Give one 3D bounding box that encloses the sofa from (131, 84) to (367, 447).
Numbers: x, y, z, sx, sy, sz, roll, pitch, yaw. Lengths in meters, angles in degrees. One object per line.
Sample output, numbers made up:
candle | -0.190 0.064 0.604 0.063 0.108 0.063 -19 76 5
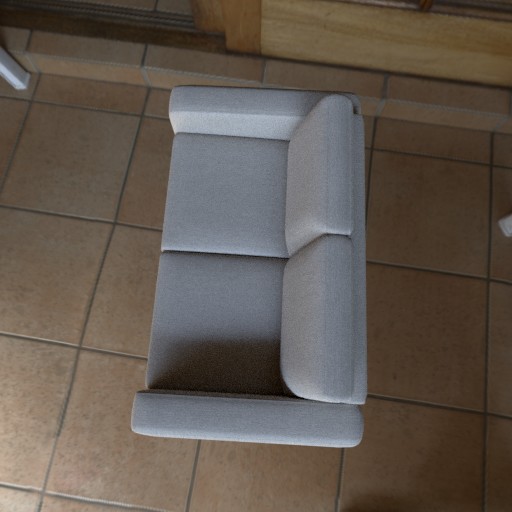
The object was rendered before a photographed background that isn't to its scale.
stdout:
sofa | 0.000 0.000 2.021 0.900 0.800 1.540 3 75 1
